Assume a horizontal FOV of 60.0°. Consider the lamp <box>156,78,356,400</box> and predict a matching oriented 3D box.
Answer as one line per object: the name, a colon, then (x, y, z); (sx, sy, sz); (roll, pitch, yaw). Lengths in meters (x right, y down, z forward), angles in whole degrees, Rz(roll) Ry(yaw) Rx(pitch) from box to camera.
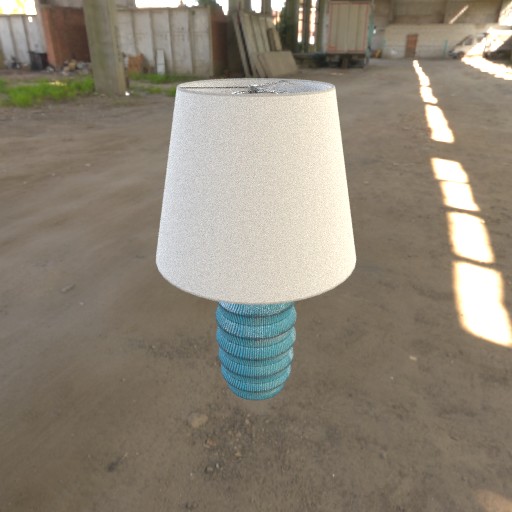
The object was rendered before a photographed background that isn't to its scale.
lamp: (0.000, 0.000, 0.805); (0.355, 0.582, 0.355); (0, 26, 0)
